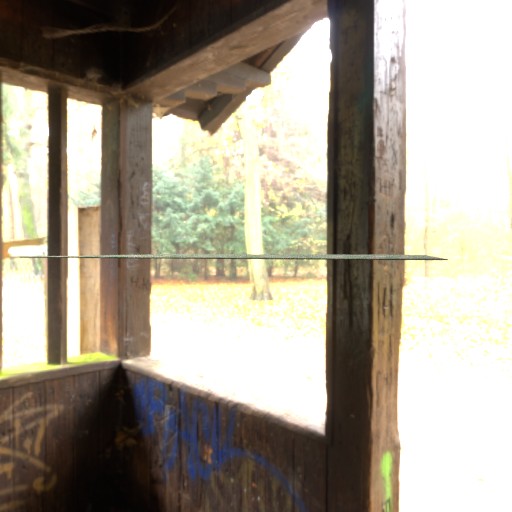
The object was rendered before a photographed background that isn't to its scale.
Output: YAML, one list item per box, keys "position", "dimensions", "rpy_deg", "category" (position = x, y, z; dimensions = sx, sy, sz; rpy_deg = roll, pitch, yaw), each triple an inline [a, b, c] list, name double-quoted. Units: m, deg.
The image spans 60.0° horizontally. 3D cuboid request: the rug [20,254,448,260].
- position: [0.000, 0.000, 4.108]
  dimensions: [3.045, 0.007, 2.436]
  rpy_deg: [0, 1, 18]
  category: "rug"
